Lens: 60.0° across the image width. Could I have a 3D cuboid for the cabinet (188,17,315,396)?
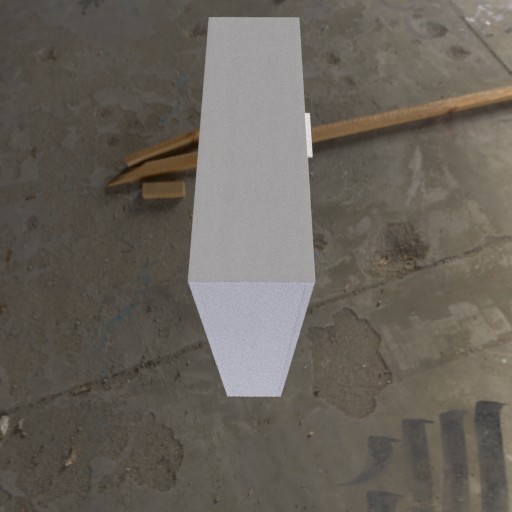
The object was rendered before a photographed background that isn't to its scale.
[{"bbox_3d":[0.000,0.000,1.559,0.250,1.280,0.750,0,63,0],"label":"cabinet"}]
